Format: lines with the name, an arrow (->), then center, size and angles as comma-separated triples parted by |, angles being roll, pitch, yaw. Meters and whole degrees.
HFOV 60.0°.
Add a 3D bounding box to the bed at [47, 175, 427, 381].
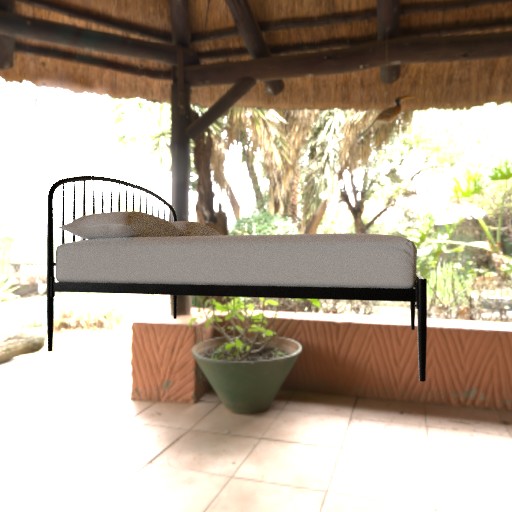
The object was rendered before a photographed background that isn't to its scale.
bed -> 0.000, 0.000, 3.116 | 2.159, 1.166, 1.618 | 0, -1, 18
